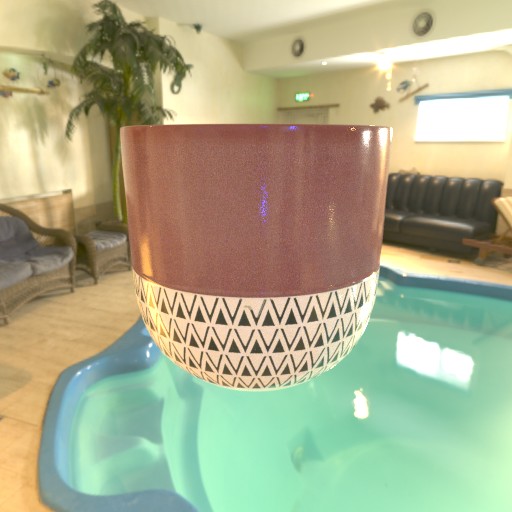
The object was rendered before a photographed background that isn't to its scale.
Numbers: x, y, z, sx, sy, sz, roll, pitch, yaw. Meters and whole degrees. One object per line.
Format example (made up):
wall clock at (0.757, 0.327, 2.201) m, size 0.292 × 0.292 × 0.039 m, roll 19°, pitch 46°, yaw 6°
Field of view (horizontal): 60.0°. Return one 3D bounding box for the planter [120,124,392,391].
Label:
planter at (0.000, 0.000, 0.485) m, size 0.266 × 0.270 × 0.266 m, roll 0°, pitch 15°, yaw 0°
